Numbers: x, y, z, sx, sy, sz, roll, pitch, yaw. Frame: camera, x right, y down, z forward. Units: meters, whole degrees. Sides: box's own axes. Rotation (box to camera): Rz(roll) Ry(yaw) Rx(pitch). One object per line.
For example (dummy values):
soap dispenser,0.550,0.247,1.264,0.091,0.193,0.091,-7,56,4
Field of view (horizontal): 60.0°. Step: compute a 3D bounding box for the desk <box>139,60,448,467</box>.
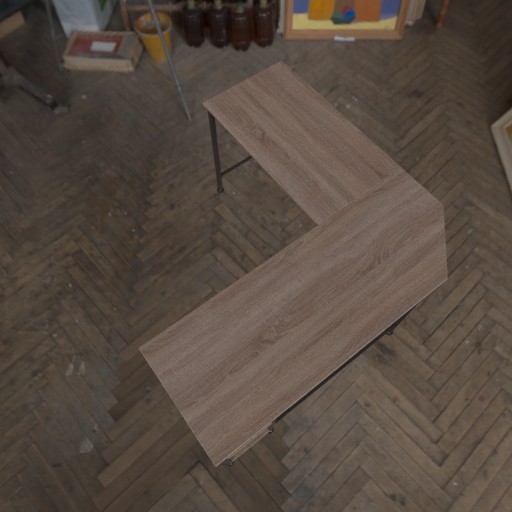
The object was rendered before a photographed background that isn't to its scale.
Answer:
desk,0.000,0.000,2.231,1.379,0.739,1.379,-34,68,-16
